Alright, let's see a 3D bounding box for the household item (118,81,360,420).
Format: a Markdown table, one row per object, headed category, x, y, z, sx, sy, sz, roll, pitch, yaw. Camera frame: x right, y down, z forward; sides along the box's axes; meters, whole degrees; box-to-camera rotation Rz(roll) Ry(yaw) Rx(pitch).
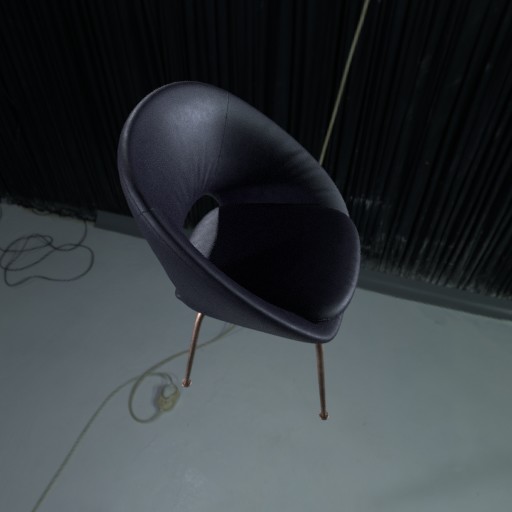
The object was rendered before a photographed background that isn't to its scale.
| category | x | y | z | sx | sy | sz | roll | pitch | yaw |
| --- | --- | --- | --- | --- | --- | --- | --- | --- | --- |
| household item | 0.000 | 0.000 | 1.251 | 0.573 | 0.852 | 0.623 | 10 | 47 | 10 |
